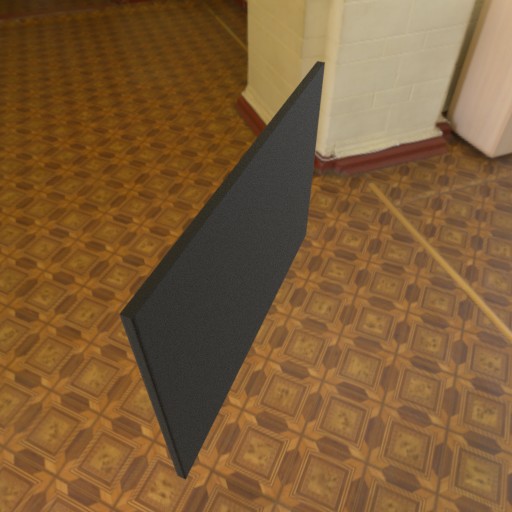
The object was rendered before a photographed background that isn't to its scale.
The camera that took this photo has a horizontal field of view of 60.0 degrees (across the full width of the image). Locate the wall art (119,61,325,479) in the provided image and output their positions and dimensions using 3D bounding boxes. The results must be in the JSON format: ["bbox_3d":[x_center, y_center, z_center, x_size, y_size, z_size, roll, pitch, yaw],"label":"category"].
[{"bbox_3d":[0.000,0.000,1.174,0.049,0.659,0.964,18,48,17],"label":"wall art"}]
